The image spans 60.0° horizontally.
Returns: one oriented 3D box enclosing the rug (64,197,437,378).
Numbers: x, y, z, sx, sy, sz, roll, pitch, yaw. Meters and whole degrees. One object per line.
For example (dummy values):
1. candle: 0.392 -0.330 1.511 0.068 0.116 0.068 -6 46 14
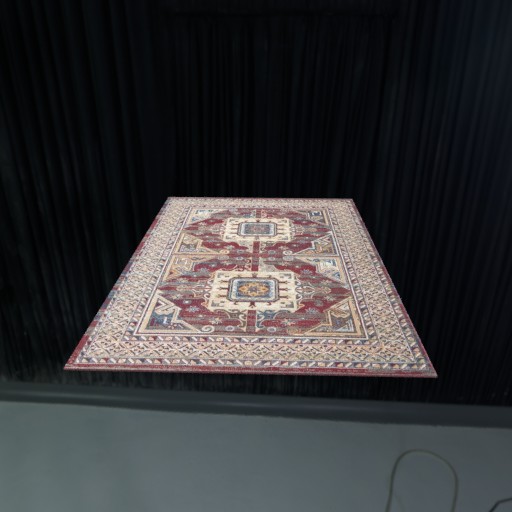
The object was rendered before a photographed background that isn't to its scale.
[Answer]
1. rug: 0.000 0.000 2.879 1.599 0.011 2.210 1 27 2
